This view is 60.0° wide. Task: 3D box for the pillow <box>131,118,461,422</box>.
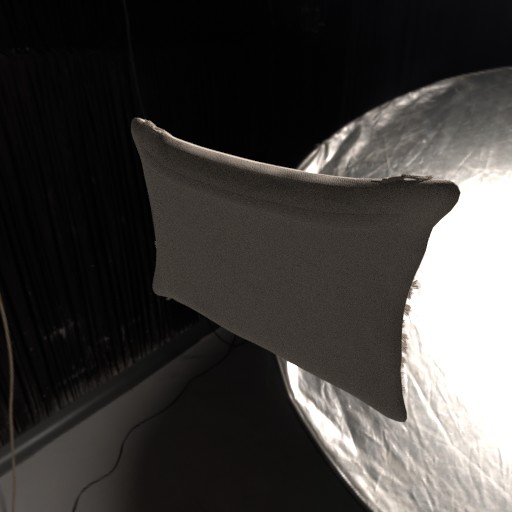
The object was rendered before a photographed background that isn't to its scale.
[{"bbox_3d":[0.000,0.000,0.588,0.466,0.305,0.084,21,34,34],"label":"pillow"}]
